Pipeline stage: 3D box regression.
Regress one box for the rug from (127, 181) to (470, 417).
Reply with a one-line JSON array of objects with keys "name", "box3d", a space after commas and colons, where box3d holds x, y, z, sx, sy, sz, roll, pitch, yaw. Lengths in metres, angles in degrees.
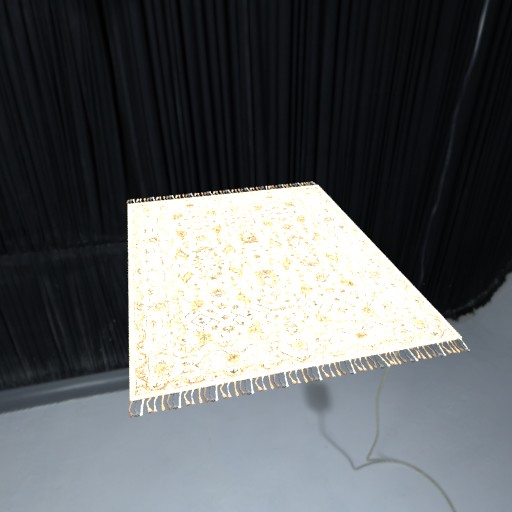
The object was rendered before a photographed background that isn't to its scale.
[{"name": "rug", "box3d": [0.000, 0.000, 2.268, 1.278, 0.009, 1.726, -8, 33, -12]}]
